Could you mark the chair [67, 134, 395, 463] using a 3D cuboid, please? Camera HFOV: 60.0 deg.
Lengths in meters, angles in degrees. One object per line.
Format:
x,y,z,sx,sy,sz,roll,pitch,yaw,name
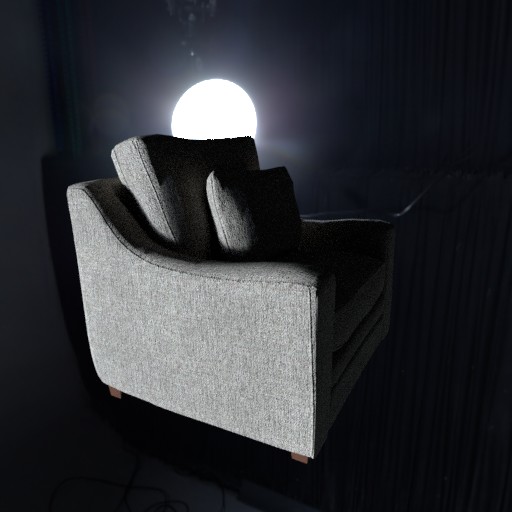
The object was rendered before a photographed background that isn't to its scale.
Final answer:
0.000,0.000,1.944,1.009,1.037,1.138,7,16,27,chair
